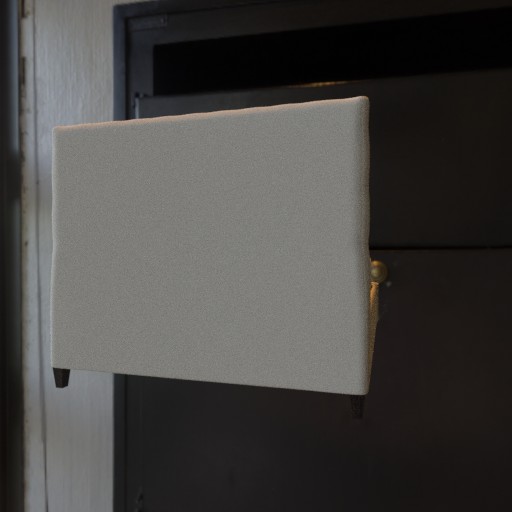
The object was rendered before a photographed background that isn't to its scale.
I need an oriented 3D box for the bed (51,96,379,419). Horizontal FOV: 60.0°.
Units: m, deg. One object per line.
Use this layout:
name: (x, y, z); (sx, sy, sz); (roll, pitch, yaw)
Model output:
bed: (0.000, 0.000, 3.225); (1.696, 1.426, 2.233); (0, 0, 17)
